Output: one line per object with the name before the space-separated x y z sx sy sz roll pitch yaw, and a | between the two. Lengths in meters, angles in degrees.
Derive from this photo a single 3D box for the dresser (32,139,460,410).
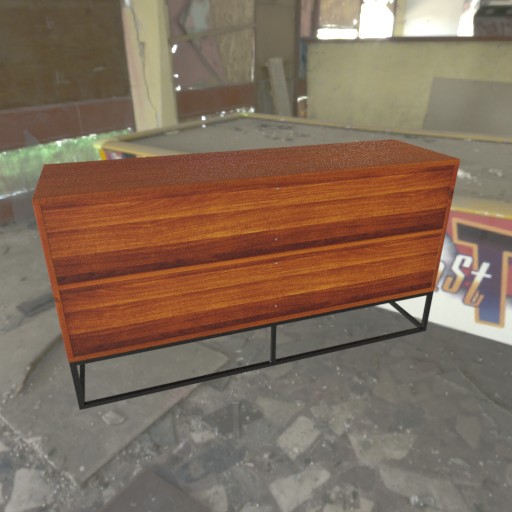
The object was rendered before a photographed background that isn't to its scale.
dresser | 0.000 0.000 1.881 1.536 0.810 0.464 -8 27 -17
